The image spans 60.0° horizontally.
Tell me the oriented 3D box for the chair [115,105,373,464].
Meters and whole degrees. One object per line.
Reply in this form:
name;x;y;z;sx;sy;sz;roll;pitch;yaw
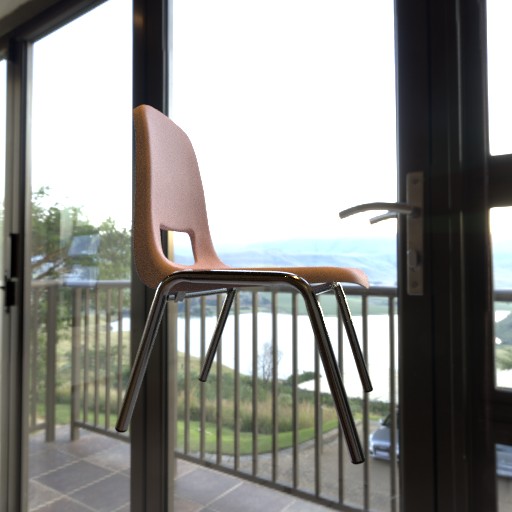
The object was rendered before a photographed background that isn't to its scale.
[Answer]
chair;0.000;0.000;0.779;0.385;0.536;0.354;0;-2;16
